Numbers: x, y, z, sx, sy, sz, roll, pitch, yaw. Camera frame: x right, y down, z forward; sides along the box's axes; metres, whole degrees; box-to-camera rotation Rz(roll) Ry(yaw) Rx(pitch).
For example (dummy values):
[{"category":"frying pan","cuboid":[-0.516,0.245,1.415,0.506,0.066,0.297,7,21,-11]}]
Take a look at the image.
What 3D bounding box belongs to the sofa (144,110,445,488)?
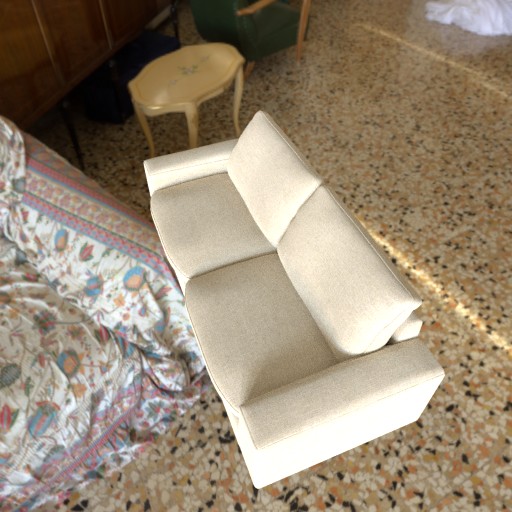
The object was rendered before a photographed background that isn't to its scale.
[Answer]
[{"category":"sofa","cuboid":[0.000,0.000,2.788,1.040,0.922,2.299,-16,48,-15]}]
